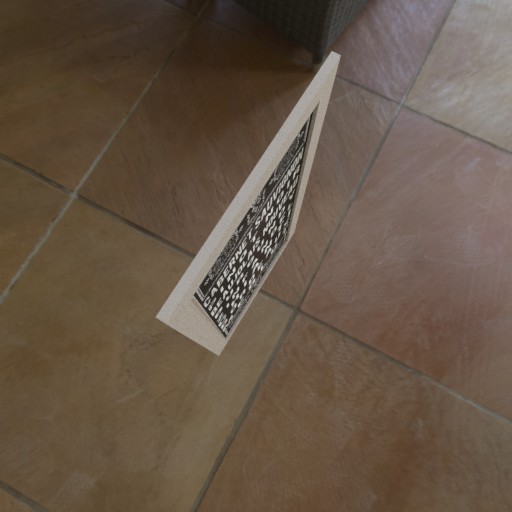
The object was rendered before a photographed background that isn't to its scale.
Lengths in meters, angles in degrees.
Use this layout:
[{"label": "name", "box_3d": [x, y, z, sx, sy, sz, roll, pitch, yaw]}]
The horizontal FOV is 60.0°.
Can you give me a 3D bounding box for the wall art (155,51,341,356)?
[{"label": "wall art", "box_3d": [0.000, 0.000, 0.827, 0.013, 0.683, 0.380, 30, 77, 8]}]
